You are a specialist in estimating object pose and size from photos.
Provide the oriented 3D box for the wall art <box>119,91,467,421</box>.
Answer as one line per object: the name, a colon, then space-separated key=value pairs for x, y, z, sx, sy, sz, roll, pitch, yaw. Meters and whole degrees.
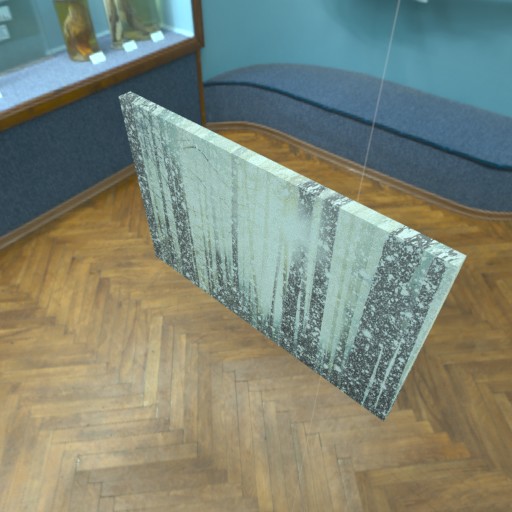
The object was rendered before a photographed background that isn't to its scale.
wall art: x=0.000 y=0.000 z=1.169 sx=0.919 sy=0.598 sz=0.038 roll=32 pitch=54 yaw=27
